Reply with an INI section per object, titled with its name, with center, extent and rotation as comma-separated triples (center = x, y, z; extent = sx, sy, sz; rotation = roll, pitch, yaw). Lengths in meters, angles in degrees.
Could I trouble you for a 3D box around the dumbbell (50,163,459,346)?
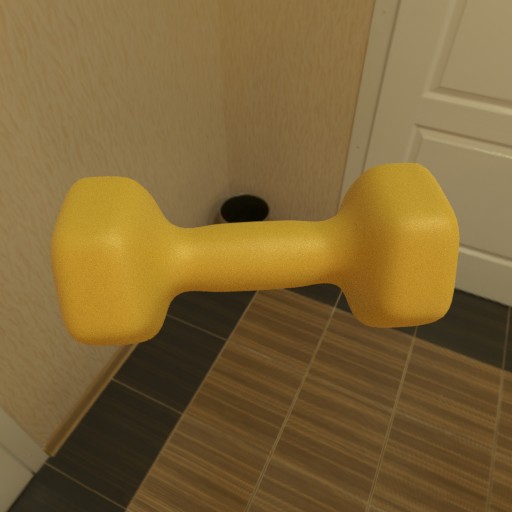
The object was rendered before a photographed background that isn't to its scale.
[dumbbell]
center = 0.000, 0.000, 0.231
extent = 0.190, 0.082, 0.090
rotation = -3, 48, -2
